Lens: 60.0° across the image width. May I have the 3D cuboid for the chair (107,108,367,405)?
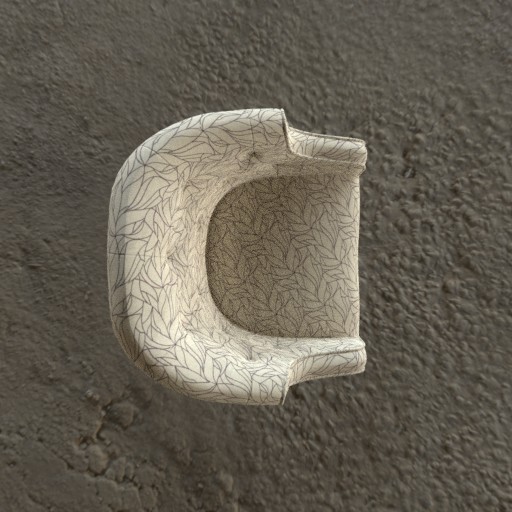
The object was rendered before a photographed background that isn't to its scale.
[{"bbox_3d":[0.000,0.000,1.304,0.613,0.858,0.686,0,91,1],"label":"chair"}]
